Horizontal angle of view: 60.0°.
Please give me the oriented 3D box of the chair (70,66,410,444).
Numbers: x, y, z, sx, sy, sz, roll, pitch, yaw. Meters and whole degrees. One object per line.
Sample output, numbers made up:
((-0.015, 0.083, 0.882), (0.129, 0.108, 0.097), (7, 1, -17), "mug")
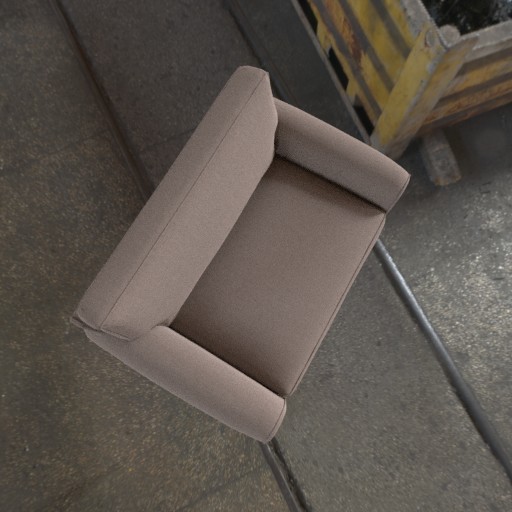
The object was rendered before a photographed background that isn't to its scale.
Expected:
((0.000, 0.000, 2.061), (0.930, 0.930, 1.390), (29, 78, 7), "chair")
